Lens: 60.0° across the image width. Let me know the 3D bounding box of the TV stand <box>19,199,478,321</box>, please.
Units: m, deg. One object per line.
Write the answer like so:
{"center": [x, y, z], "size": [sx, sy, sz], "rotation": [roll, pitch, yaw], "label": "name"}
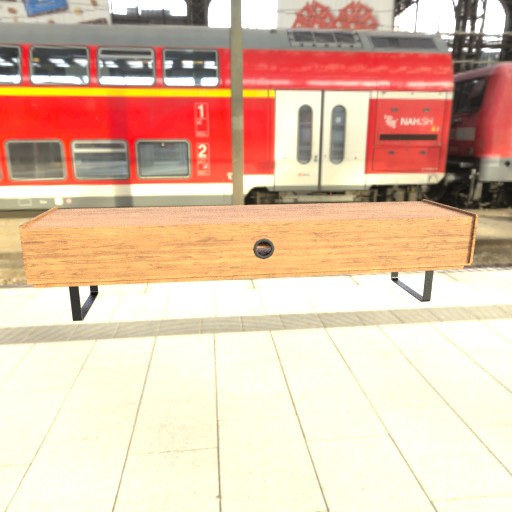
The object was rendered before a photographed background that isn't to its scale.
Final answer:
{"center": [0.000, 0.000, 1.990], "size": [1.796, 0.415, 0.467], "rotation": [-2, 16, -8], "label": "TV stand"}
